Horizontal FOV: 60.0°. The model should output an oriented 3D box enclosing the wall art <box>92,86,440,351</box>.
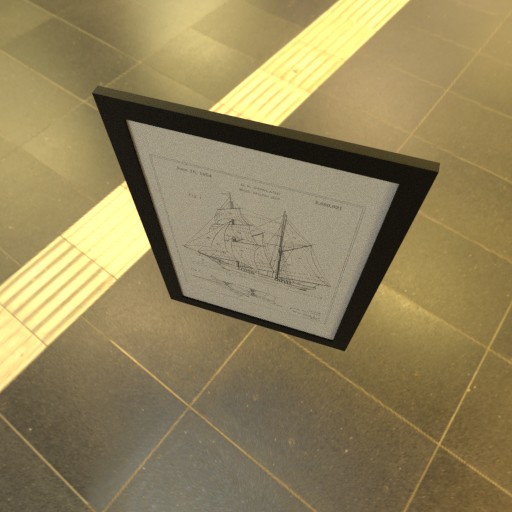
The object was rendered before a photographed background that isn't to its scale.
[{"bbox_3d":[0.000,0.000,0.597,0.326,0.459,0.011,15,60,9],"label":"wall art"}]
